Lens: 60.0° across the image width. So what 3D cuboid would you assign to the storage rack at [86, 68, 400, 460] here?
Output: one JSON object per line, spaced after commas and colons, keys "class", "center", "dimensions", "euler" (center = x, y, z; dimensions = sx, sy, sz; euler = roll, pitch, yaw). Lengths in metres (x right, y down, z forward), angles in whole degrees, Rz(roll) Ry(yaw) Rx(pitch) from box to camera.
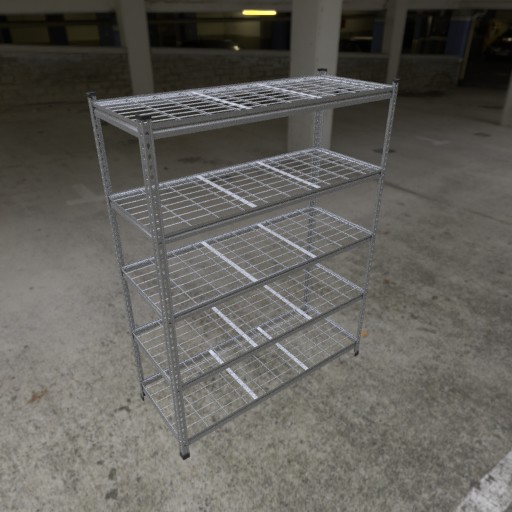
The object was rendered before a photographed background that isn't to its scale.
{"class": "storage rack", "center": [0.000, 0.000, 2.729], "dimensions": [1.524, 1.981, 0.610], "euler": [-20, 35, -31]}
